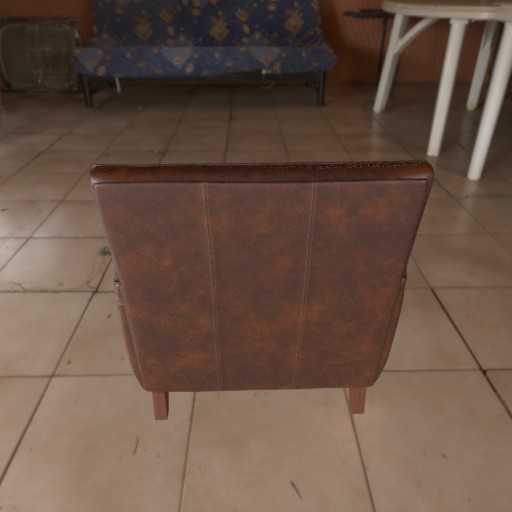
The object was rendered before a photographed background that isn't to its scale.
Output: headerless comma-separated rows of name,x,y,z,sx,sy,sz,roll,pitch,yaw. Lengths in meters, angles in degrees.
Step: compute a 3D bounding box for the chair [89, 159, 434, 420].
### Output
chair,0.000,0.000,1.593,0.870,0.943,0.823,-1,31,-2
